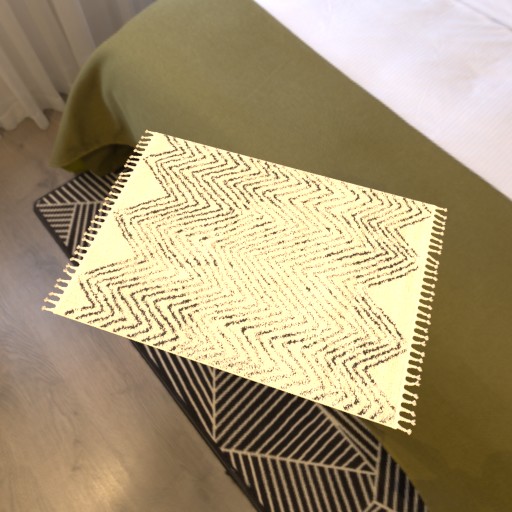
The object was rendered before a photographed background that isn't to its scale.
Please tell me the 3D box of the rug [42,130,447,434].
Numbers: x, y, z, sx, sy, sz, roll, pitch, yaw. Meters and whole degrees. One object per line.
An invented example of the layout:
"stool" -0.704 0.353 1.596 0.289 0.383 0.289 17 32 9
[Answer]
"rug" 0.000 0.000 2.311 1.847 0.014 1.230 16 64 8
